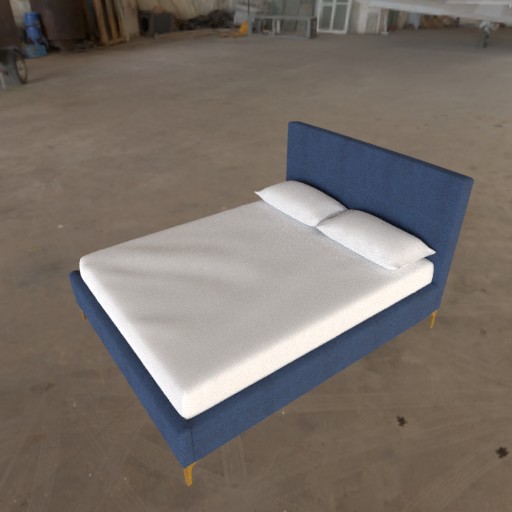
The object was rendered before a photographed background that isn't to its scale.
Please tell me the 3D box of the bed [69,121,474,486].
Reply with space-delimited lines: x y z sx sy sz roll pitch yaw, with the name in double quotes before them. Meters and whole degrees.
"bed" 0.000 0.000 3.123 2.172 1.231 1.723 -21 38 -30
